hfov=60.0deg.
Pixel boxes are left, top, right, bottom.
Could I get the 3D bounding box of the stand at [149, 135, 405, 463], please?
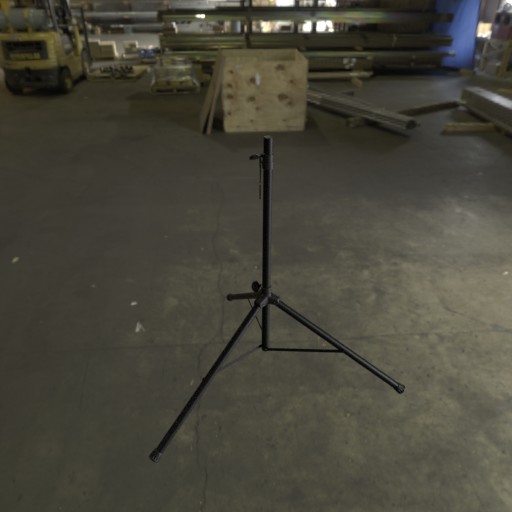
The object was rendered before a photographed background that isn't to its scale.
[{"bbox_3d":[0.000,0.000,2.713,1.596,1.595,1.339,-9,33,-15],"label":"stand"}]
